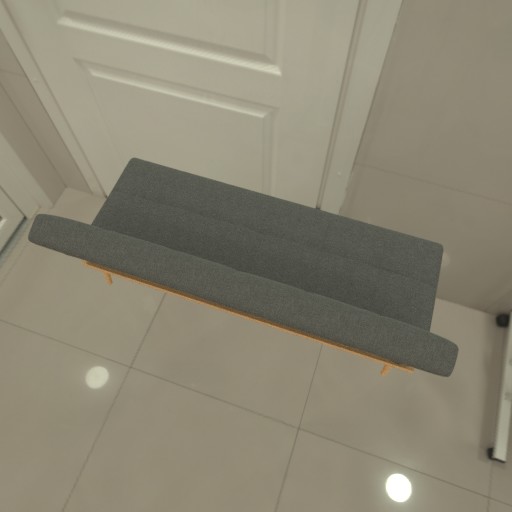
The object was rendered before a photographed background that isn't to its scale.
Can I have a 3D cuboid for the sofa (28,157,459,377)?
[{"bbox_3d":[0.000,0.000,2.222,1.820,0.770,0.820,17,64,9],"label":"sofa"}]
